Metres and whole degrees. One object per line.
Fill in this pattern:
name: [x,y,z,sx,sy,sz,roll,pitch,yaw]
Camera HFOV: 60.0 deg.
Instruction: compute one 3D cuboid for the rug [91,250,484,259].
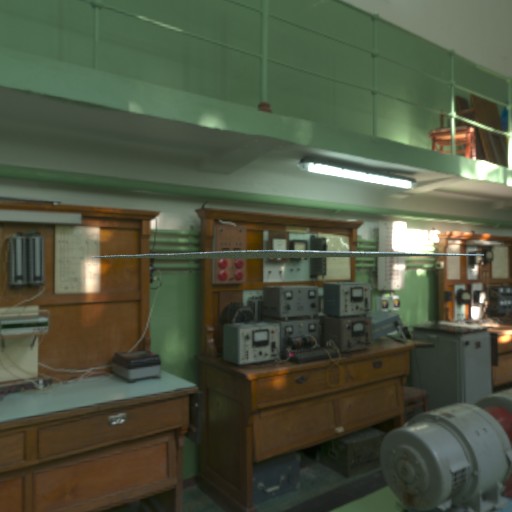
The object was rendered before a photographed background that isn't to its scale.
rug: [0.000,0.000,2.253,1.148,0.010,1.754,1,-1,-36]
